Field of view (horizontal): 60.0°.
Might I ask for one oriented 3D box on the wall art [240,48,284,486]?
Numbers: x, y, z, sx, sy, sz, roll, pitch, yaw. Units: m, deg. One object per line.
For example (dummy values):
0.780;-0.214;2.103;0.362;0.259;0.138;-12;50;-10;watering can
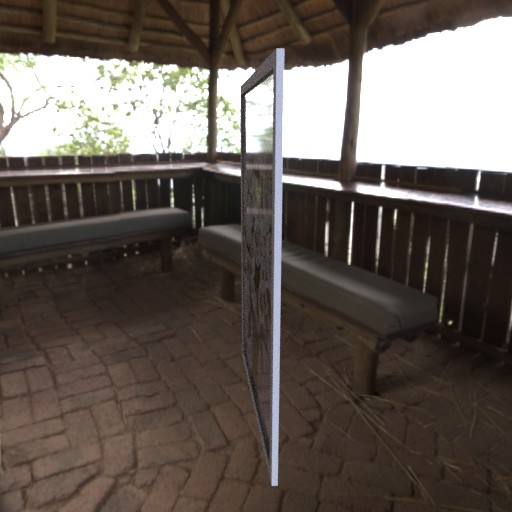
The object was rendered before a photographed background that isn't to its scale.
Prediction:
0.000;0.000;1.253;0.015;0.965;0.660;-2;15;-7;wall art
